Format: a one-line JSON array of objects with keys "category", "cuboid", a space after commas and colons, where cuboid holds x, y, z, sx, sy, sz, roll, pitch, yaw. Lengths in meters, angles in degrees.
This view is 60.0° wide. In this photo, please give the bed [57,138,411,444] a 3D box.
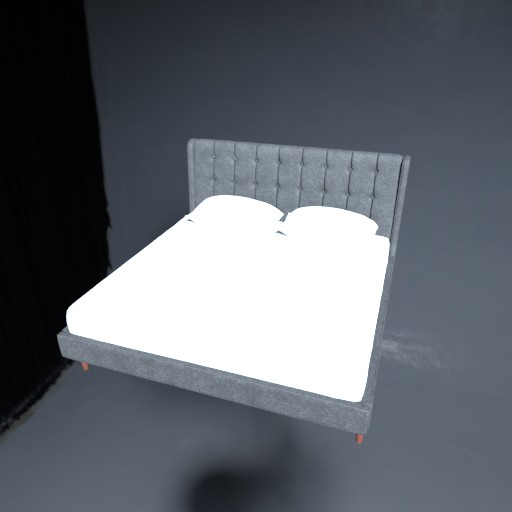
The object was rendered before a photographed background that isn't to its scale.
[{"category": "bed", "cuboid": [0.000, 0.000, 2.574, 1.531, 0.933, 1.638, 9, 28, 17]}]
